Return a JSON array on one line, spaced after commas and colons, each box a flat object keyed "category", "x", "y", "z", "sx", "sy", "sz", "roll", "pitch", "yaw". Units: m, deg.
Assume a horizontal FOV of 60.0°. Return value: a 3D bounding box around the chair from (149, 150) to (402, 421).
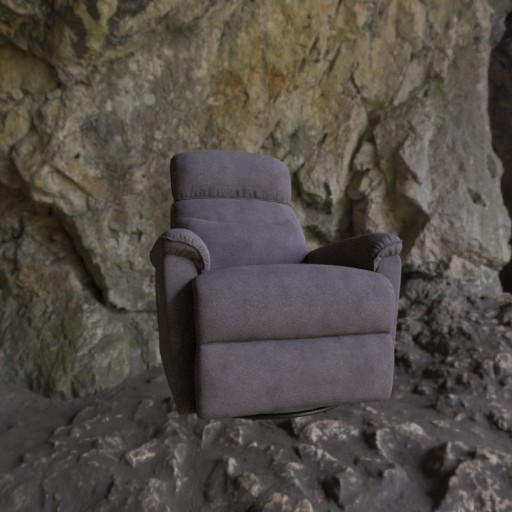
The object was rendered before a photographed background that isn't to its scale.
[{"category": "chair", "x": 0.000, "y": 0.000, "z": 1.786, "sx": 0.830, "sy": 1.036, "sz": 1.009, "roll": 0, "pitch": 0, "yaw": -17}]
